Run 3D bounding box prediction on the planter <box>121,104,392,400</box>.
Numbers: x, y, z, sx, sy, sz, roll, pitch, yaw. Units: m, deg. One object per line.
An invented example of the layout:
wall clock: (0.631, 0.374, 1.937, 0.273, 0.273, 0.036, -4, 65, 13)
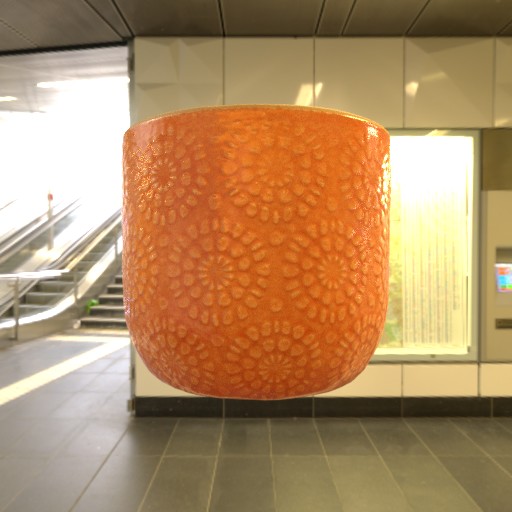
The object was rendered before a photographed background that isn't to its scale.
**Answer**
planter: (0.000, 0.000, 0.287, 0.170, 0.152, 0.170, 0, 1, 0)
